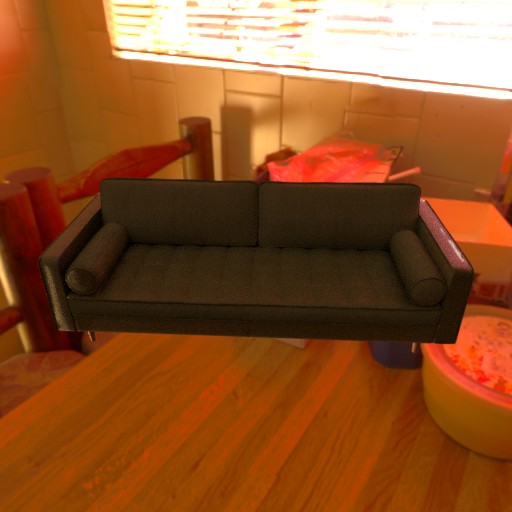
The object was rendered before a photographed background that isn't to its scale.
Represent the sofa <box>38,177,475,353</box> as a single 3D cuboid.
[{"bbox_3d":[0.000,0.000,2.658,2.199,0.769,0.918,2,31,3],"label":"sofa"}]
